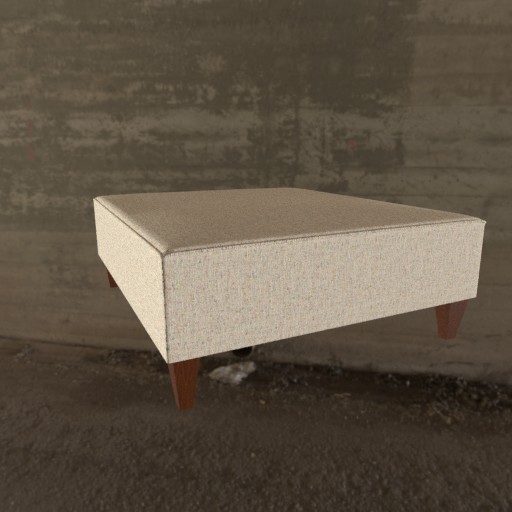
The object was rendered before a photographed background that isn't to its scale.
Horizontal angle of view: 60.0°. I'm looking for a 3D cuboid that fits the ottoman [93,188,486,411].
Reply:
[{"bbox_3d":[0.000,0.000,1.220,0.736,0.303,0.835,-7,16,-25],"label":"ottoman"}]
